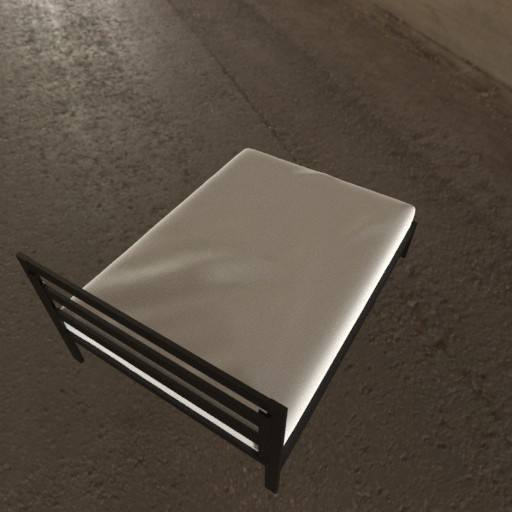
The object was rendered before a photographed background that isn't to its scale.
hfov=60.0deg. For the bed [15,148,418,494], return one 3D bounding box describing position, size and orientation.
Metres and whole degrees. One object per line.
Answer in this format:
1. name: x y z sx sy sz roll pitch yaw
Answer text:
1. bed: 0.000 0.000 2.848 1.524 0.967 2.062 24 51 22
